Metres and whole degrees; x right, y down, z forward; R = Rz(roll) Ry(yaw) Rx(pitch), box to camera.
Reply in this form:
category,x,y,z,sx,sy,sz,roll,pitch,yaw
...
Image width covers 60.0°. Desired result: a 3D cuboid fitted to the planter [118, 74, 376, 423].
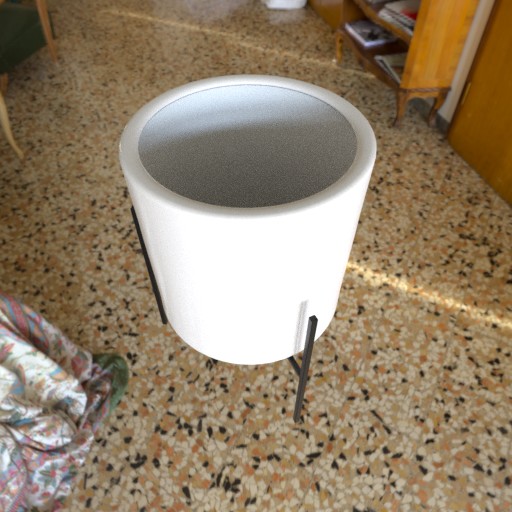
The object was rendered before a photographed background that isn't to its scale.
category,x,y,z,sx,sy,sz,roll,pitch,yaw
planter,0.000,0.000,0.653,0.307,0.431,0.308,31,55,25
